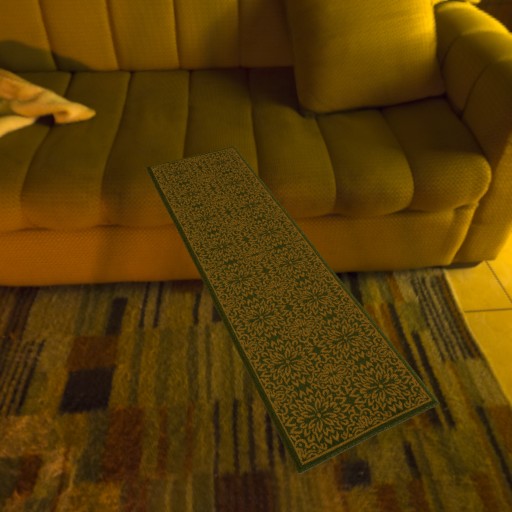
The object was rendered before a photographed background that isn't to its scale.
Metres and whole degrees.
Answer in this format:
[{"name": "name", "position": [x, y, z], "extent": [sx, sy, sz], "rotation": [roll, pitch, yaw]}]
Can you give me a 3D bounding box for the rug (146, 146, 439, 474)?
[{"name": "rug", "position": [0.000, 0.000, 2.435], "extent": [0.662, 0.011, 2.196], "rotation": [-18, 48, -17]}]
